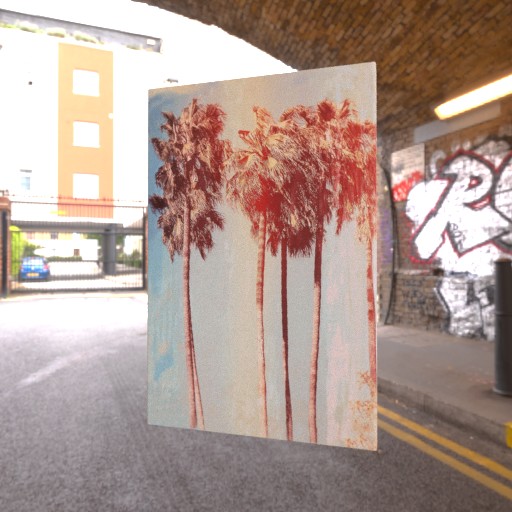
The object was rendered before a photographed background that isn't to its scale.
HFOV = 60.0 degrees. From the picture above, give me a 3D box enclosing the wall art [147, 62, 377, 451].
[{"bbox_3d":[0.000,0.000,0.764,0.401,0.610,0.038,0,-1,16],"label":"wall art"}]
